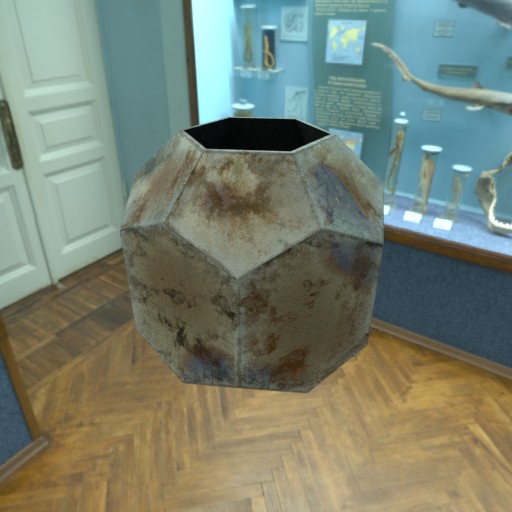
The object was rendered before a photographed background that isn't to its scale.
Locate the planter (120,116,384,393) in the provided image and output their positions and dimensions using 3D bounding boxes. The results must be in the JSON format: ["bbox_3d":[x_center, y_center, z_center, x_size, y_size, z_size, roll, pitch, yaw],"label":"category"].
[{"bbox_3d":[0.000,0.000,0.429,0.243,0.238,0.221,20,35,31],"label":"planter"}]
